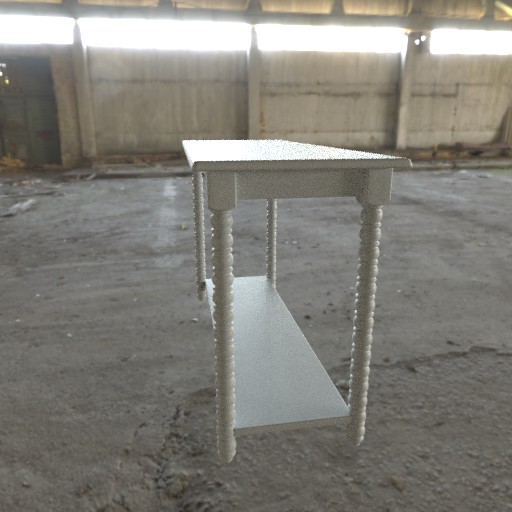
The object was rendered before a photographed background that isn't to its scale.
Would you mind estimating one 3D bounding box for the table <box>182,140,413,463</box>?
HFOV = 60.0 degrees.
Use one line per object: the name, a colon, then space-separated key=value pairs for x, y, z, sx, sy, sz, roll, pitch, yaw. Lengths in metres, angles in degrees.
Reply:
table: x=0.000 y=0.000 z=1.538 sx=0.459 sy=0.740 sz=1.184 roll=-3 pitch=17 yaw=-10
